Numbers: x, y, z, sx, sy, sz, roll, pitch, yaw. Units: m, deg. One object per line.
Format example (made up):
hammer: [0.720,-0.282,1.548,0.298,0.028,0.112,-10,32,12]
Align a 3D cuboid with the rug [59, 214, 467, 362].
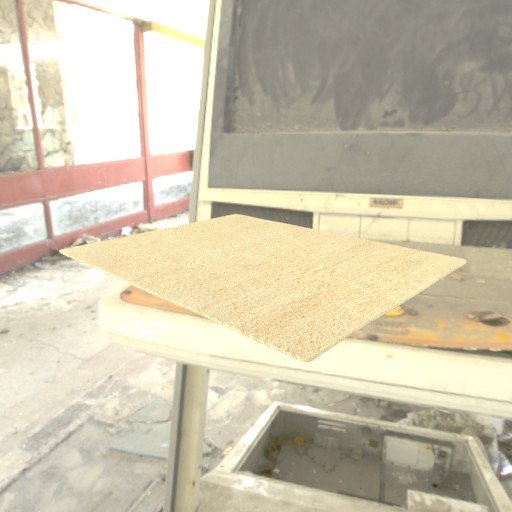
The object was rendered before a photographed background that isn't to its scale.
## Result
rug: [0.000,0.000,4.131,3.001,0.025,2.401,15,23,41]
